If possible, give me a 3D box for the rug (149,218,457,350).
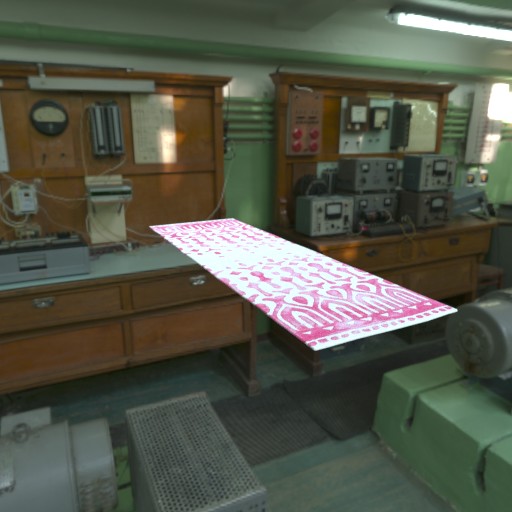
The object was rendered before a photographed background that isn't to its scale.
[{"bbox_3d":[0.000,0.000,2.830,0.787,0.011,2.458,-8,17,-26],"label":"rug"}]
